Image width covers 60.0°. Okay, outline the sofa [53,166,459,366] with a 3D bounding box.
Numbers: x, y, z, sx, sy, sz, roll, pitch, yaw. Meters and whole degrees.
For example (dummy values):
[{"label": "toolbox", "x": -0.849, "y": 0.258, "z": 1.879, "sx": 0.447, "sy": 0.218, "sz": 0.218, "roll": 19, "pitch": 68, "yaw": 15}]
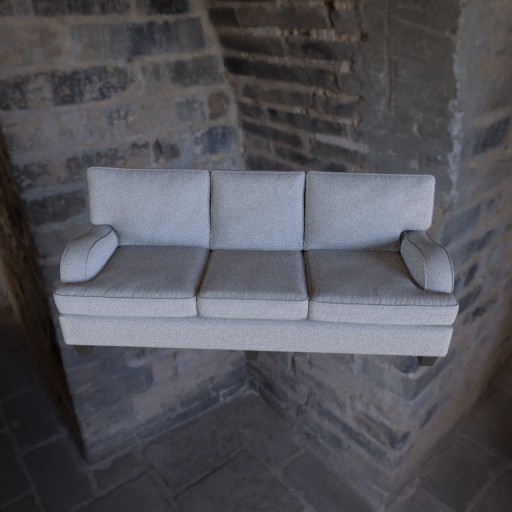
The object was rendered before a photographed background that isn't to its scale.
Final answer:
[{"label": "sofa", "x": 0.000, "y": 0.000, "z": 2.893, "sx": 2.323, "sy": 0.997, "sz": 1.016, "roll": 1, "pitch": 28, "yaw": 2}]
